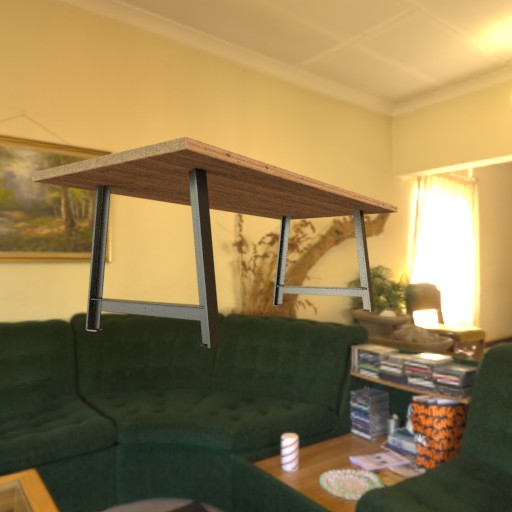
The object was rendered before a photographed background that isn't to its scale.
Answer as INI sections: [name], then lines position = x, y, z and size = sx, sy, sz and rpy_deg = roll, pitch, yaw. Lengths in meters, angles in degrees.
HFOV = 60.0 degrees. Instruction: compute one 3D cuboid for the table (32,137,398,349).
[table]
position = 0.000, 0.000, 2.664
size = 1.000, 0.757, 2.200
rpy_deg = -1, -1, 36
